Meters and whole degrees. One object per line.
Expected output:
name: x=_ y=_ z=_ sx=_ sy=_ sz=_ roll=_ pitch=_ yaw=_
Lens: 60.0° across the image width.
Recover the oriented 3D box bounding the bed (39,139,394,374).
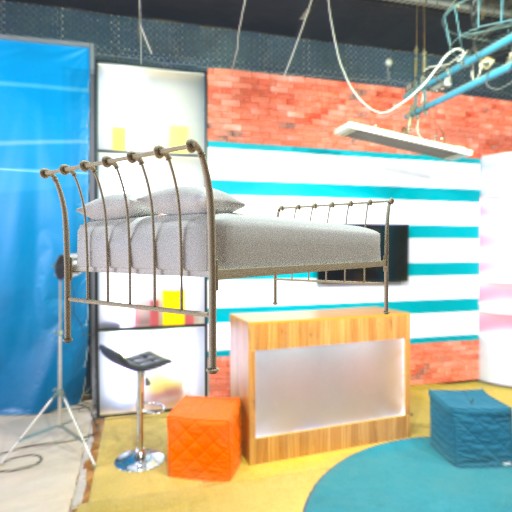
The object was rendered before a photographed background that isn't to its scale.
bed: x=0.000 y=0.000 z=2.771 sx=1.032 sy=0.873 sz=2.228 roll=0 pitch=1 yaw=36
